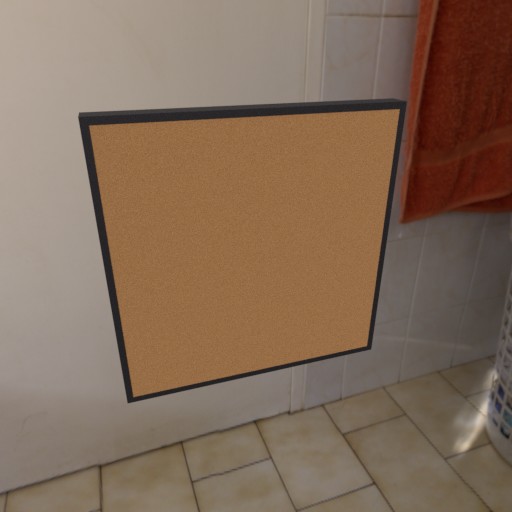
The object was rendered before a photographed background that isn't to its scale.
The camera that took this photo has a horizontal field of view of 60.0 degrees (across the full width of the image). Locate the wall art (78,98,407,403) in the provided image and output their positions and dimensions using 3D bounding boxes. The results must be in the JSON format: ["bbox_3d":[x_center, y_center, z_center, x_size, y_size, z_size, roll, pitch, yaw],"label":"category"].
[{"bbox_3d":[0.000,0.000,0.788,0.509,0.509,0.040,-8,28,-16],"label":"wall art"}]
